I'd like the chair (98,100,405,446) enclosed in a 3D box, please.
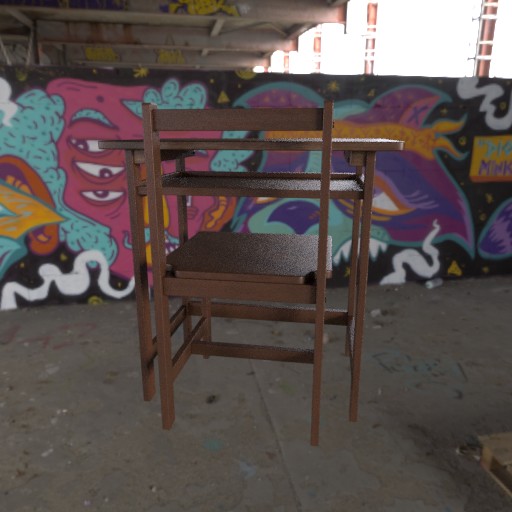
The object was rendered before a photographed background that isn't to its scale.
[{"bbox_3d":[0.000,0.000,1.065,0.599,0.673,0.463,3,16,9],"label":"chair"}]
